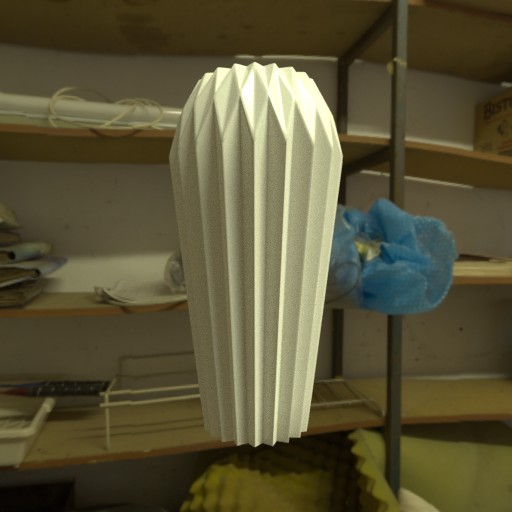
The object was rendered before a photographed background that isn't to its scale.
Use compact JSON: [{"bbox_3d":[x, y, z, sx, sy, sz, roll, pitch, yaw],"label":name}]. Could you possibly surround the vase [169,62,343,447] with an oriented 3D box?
[{"bbox_3d":[0.000,0.000,0.344,0.133,0.263,0.133,0,1,0],"label":"vase"}]
